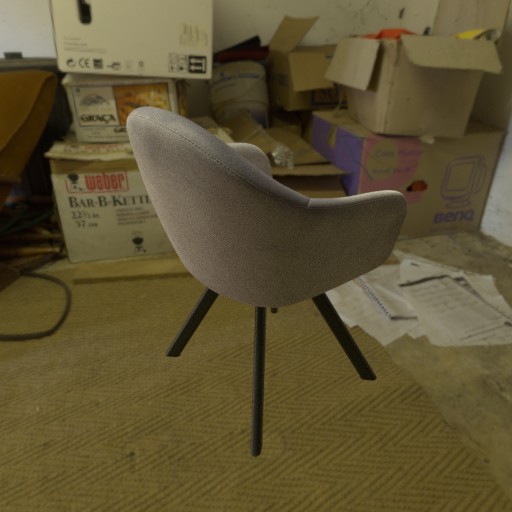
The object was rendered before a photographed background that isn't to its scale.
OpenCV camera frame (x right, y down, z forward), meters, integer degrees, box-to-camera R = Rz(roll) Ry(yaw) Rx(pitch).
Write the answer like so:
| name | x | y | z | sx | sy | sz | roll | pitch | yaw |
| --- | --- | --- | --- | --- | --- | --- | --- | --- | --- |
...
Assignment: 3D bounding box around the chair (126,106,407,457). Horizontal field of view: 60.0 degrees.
| name | x | y | z | sx | sy | sz | roll | pitch | yaw |
| --- | --- | --- | --- | --- | --- | --- | --- | --- | --- |
| chair | 0.000 | 0.000 | 1.147 | 0.540 | 0.780 | 0.570 | -19 | 33 | -32 |
